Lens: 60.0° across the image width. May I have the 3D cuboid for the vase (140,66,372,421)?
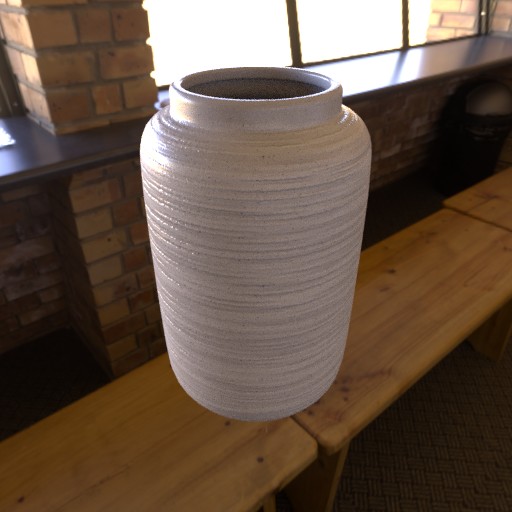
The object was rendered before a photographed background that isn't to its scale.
[{"bbox_3d":[0.000,0.000,0.448,0.202,0.335,0.202,0,33,0],"label":"vase"}]
